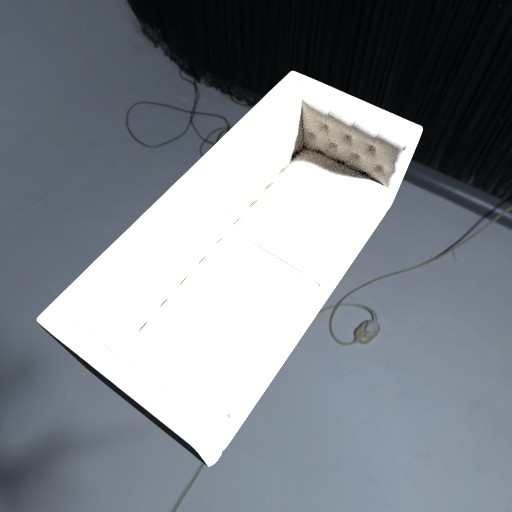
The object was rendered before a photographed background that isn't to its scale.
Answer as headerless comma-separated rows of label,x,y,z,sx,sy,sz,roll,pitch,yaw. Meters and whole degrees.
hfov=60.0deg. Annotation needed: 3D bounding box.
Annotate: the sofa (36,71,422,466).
sofa,0.000,0.000,2.226,0.775,0.762,1.778,31,64,17
